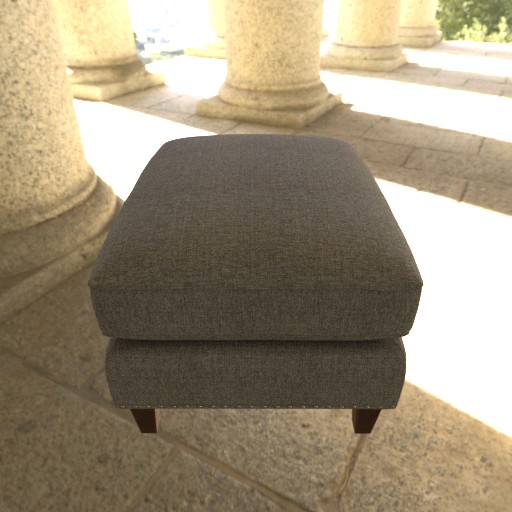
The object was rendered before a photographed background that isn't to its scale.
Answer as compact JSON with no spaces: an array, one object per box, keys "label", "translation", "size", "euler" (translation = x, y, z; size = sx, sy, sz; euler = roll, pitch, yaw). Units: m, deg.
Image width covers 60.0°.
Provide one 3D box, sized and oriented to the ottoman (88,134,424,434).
[{"label":"ottoman","translation":[0.000,0.000,1.133],"size":[0.584,0.513,0.741],"euler":[0,33,0]}]
